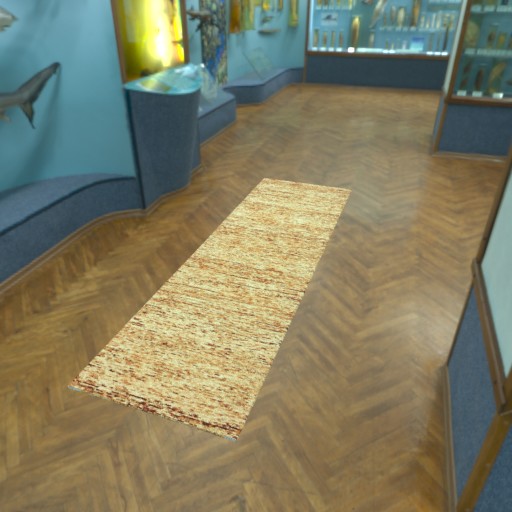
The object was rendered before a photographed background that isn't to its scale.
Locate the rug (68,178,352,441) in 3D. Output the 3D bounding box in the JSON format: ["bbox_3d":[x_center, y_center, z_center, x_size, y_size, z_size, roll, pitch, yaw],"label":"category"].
[{"bbox_3d":[0.000,0.000,2.439,0.680,0.014,2.237,11,33,17],"label":"rug"}]
